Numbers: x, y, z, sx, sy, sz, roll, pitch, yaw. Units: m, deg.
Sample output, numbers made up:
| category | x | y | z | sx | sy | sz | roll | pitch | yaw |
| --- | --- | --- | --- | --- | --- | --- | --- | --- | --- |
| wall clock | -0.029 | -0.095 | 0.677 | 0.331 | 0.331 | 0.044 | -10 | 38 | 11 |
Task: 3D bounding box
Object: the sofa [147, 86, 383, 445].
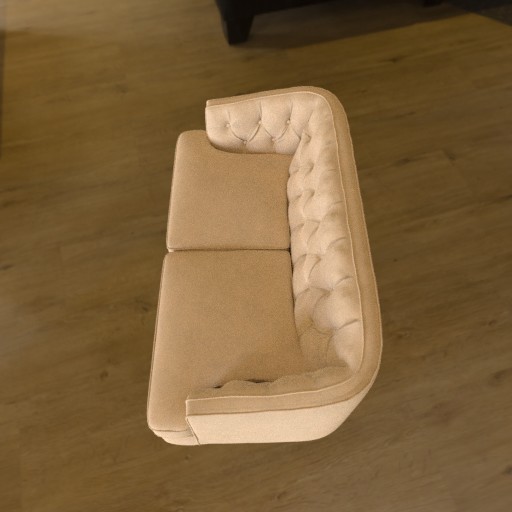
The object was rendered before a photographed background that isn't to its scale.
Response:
| category | x | y | z | sx | sy | sz | roll | pitch | yaw |
| --- | --- | --- | --- | --- | --- | --- | --- | --- | --- |
| sofa | 0.000 | 0.000 | 2.281 | 0.940 | 0.878 | 1.731 | -1 | 59 | 0 |
